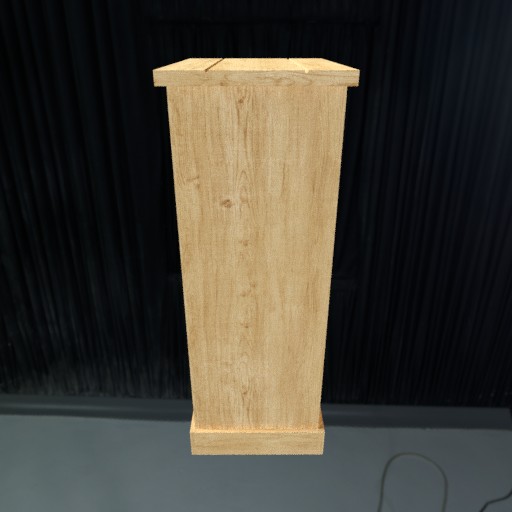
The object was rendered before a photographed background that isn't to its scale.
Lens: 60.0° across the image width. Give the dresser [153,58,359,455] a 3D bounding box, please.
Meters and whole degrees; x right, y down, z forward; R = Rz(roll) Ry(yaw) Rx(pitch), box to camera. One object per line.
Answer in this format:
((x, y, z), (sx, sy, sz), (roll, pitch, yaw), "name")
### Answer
((0.000, 0.000, 1.303), (0.390, 1.041, 0.531), (0, 26, 0), "dresser")
